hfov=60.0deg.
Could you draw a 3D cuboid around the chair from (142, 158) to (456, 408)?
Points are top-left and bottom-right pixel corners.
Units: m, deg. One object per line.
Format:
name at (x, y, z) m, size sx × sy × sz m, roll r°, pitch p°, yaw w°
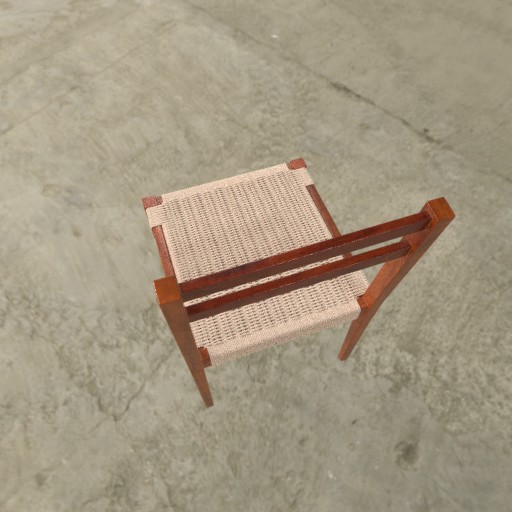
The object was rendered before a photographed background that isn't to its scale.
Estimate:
chair at (0.000, 0.000, 1.174) m, size 0.495 × 0.851 × 0.569 m, roll -16°, pitch 59°, yaw -10°
